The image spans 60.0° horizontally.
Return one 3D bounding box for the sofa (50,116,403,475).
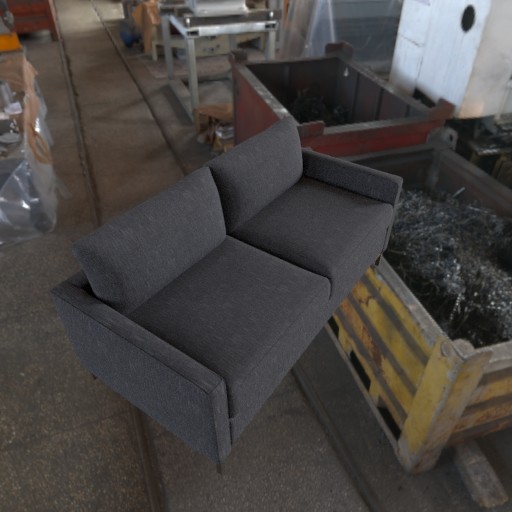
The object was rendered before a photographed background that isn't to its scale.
[{"bbox_3d":[0.000,0.000,2.240,0.866,0.862,1.716,24,45,26],"label":"sofa"}]
